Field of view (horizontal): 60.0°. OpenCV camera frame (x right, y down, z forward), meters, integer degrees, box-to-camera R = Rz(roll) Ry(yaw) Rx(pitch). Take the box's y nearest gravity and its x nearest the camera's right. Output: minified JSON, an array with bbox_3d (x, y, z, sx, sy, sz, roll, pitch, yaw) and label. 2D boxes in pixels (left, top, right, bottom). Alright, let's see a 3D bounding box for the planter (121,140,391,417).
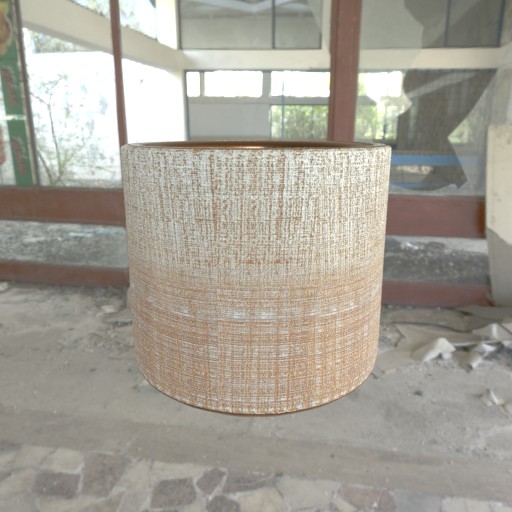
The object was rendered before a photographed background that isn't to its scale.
[{"bbox_3d":[0.000,0.000,0.194,0.109,0.096,0.109,0,16,0],"label":"planter"}]
